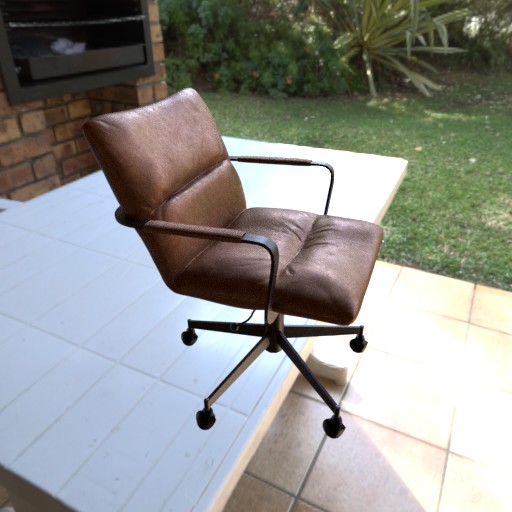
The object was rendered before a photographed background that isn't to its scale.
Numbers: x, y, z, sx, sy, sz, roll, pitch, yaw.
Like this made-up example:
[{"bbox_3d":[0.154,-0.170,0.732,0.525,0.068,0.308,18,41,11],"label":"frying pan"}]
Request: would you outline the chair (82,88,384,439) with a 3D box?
[{"bbox_3d":[0.000,0.000,1.437,0.754,0.922,0.727,11,32,18],"label":"chair"}]
